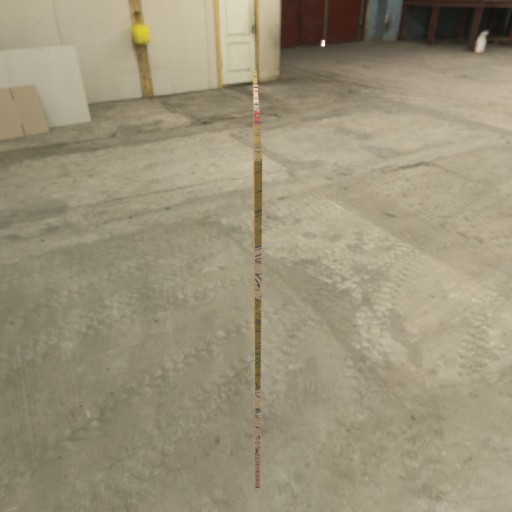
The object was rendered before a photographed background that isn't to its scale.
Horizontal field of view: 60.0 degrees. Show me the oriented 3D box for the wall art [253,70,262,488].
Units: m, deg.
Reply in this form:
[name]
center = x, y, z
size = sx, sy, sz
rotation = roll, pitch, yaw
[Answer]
[wall art]
center = 0.000, 0.000, 1.342
size = 0.013, 0.913, 0.904
rotation = 0, 31, 0
